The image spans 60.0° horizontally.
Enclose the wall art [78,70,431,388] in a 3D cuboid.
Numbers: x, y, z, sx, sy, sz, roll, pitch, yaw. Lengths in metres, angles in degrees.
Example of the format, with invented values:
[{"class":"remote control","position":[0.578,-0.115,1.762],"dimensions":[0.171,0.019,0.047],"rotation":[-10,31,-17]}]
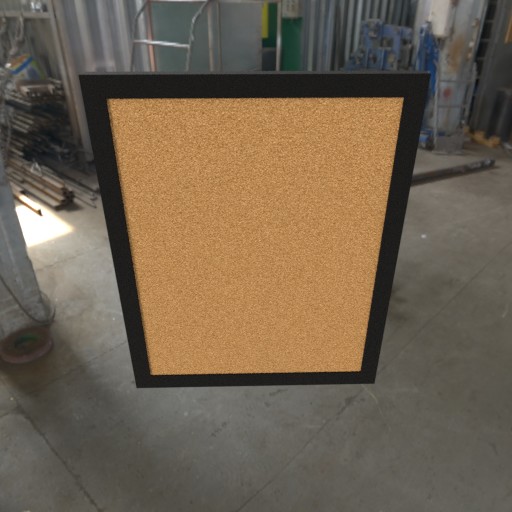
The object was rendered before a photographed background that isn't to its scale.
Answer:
[{"class":"wall art","position":[0.000,0.000,0.725],"dimensions":[0.457,0.559,0.029],"rotation":[-1,30,-1]}]
